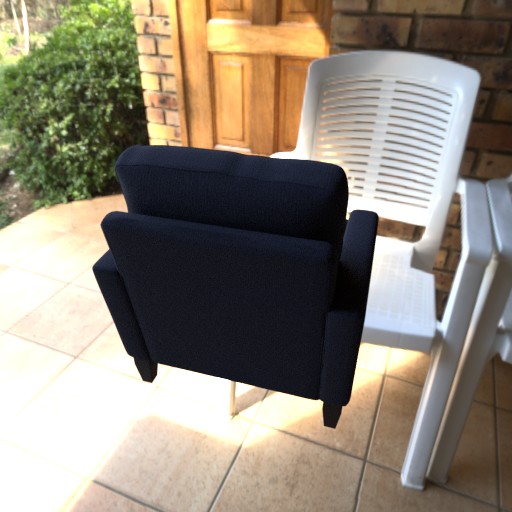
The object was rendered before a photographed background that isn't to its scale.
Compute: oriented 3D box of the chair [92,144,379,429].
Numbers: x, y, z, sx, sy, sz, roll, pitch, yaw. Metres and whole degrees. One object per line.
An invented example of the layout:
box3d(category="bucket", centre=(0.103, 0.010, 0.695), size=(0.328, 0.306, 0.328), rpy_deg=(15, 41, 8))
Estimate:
box3d(category="chair", centre=(0.000, 0.000, 1.688), size=(0.855, 0.991, 0.897), rpy_deg=(9, 34, 14))
